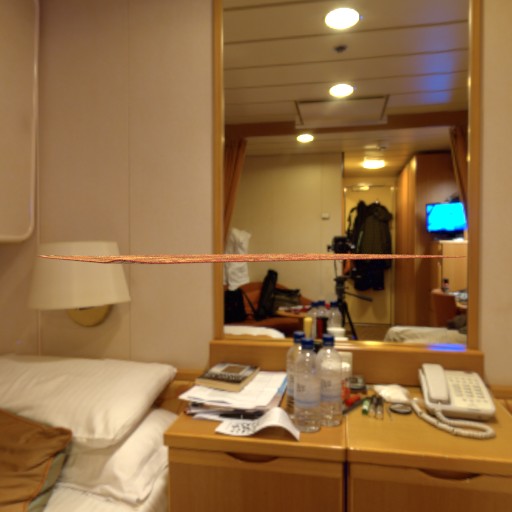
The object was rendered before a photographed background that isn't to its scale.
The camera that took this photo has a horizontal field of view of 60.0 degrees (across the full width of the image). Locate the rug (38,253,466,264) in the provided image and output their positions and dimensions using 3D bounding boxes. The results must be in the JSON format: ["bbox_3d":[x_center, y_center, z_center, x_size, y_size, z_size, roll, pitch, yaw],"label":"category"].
[{"bbox_3d":[0.000,0.000,2.825,2.286,0.026,1.521,-1,1,-36],"label":"rug"}]
